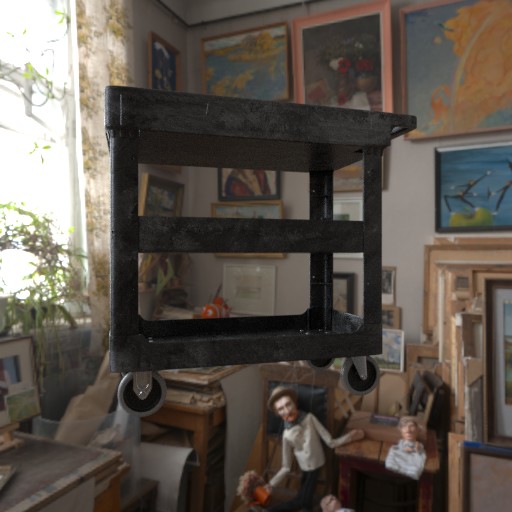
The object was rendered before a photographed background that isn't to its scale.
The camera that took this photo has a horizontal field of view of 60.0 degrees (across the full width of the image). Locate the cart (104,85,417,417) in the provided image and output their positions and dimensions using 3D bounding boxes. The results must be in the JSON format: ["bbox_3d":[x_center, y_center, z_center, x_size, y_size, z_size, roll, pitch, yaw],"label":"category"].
[{"bbox_3d":[0.000,0.000,1.379,0.877,0.824,0.420,0,0,-16],"label":"cart"}]
